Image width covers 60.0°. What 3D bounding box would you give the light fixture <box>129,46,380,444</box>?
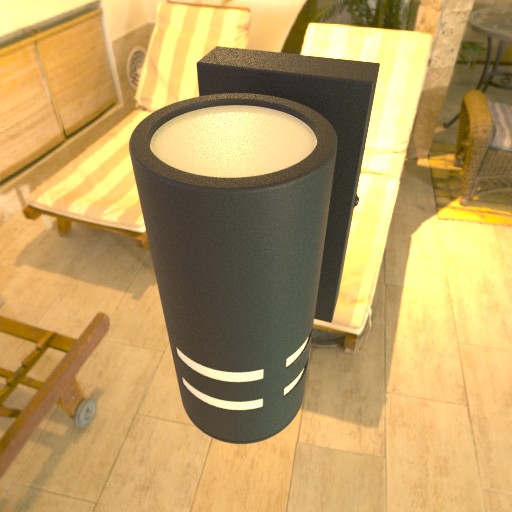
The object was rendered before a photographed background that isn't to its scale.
[{"bbox_3d":[0.000,0.000,0.253,0.098,0.179,0.138,12,43,13],"label":"light fixture"}]
